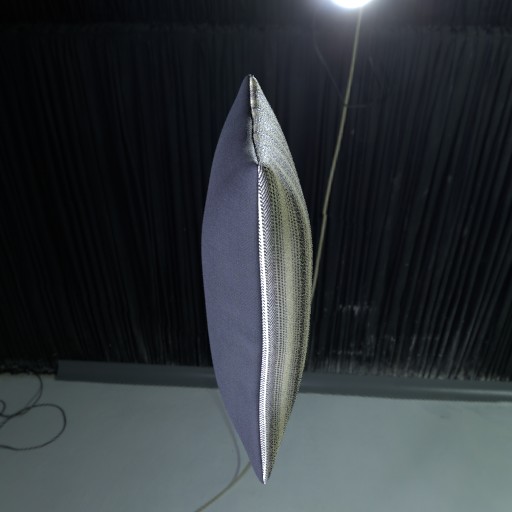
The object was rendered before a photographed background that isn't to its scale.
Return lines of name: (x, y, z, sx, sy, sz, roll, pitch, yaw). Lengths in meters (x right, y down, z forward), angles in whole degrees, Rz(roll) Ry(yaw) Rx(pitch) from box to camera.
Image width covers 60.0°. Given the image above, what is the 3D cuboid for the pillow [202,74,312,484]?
pillow: (0.000, 0.000, 0.765, 0.166, 0.508, 0.520, -1, 31, -1)
